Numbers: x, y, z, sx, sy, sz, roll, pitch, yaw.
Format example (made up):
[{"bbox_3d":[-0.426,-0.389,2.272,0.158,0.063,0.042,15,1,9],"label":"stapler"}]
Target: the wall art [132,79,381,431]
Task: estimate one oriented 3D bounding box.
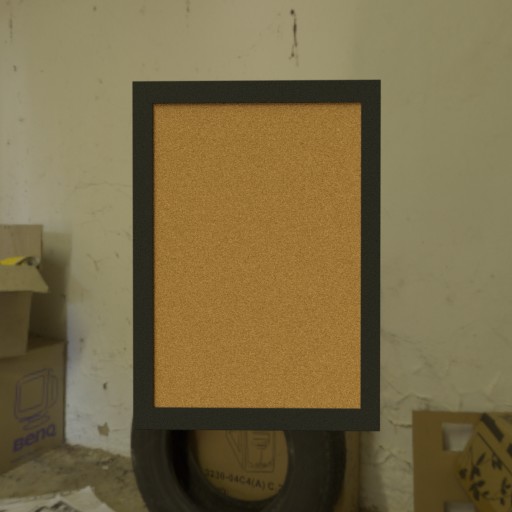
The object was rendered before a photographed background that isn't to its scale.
[{"bbox_3d":[0.000,0.000,0.674,0.374,0.529,0.012,0,0,1],"label":"wall art"}]
